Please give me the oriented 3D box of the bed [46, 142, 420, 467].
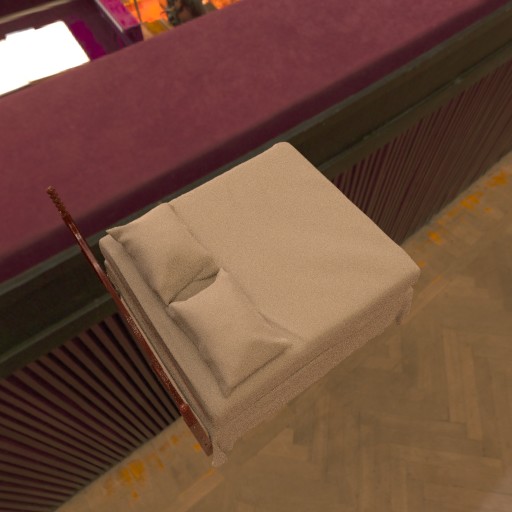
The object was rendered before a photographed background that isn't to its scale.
[{"bbox_3d":[0.000,0.000,3.244,2.040,1.356,1.873,-31,64,-18],"label":"bed"}]
